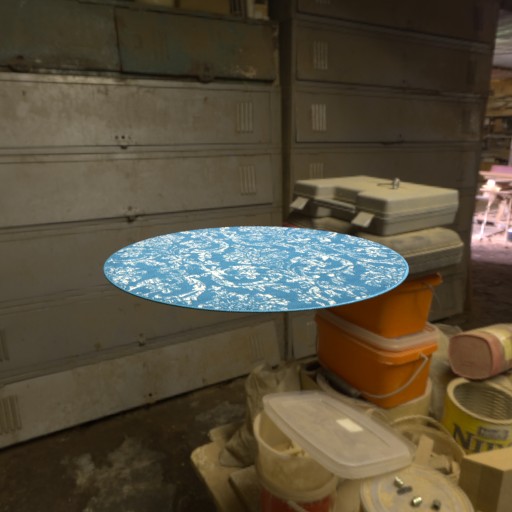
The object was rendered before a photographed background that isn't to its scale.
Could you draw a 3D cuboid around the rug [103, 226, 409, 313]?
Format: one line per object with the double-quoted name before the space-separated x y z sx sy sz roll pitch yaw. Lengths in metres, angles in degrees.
"rug" 0.000 0.000 2.435 1.593 0.012 1.593 0 15 0
